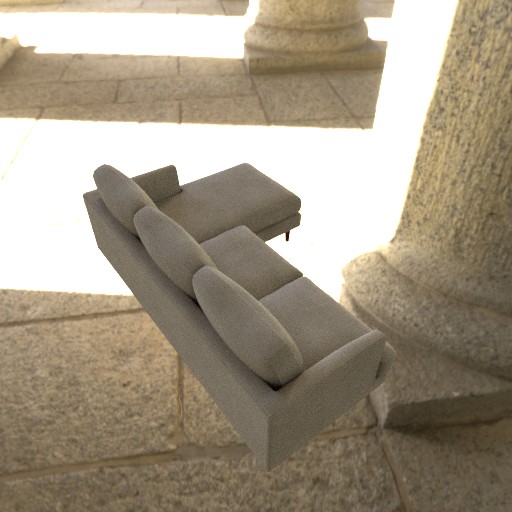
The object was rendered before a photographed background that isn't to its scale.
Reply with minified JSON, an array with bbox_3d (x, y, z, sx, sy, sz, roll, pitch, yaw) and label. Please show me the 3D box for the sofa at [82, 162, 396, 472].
[{"bbox_3d":[0.000,0.000,3.024,1.504,0.956,2.233,-26,47,-27],"label":"sofa"}]
